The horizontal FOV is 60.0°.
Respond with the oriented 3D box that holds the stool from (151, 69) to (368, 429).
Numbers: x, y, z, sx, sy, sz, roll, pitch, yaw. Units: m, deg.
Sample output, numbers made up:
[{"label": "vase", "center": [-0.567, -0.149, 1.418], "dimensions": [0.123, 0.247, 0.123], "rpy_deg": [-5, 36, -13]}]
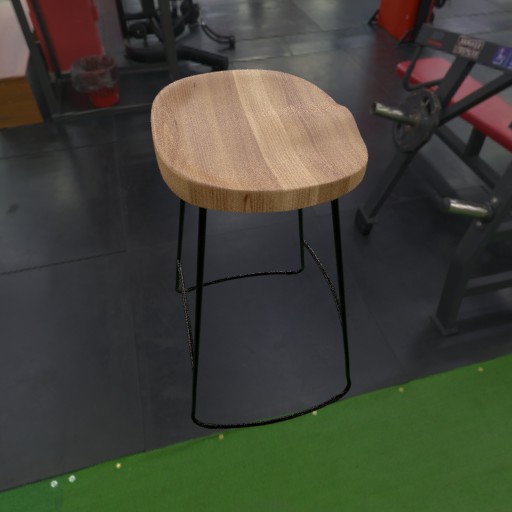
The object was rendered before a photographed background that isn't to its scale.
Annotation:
[{"label": "stool", "center": [0.000, 0.000, 0.985], "dimensions": [0.401, 0.679, 0.480], "rpy_deg": [-9, 47, -9]}]
